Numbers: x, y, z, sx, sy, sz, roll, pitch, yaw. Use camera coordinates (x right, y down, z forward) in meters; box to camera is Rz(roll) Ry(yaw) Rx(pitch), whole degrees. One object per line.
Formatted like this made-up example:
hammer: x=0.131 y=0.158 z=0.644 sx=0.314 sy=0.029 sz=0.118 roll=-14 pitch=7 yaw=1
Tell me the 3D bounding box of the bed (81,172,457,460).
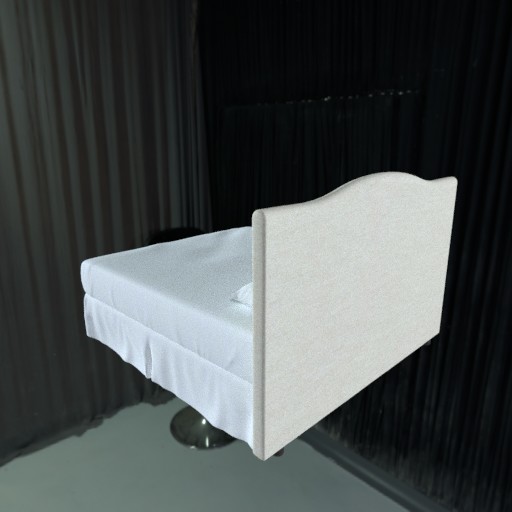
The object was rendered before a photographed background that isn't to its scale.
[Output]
bed: x=0.000 y=0.000 z=3.480 sx=2.182 sy=1.421 sz=2.083 roll=15 pitch=22 yaw=43
